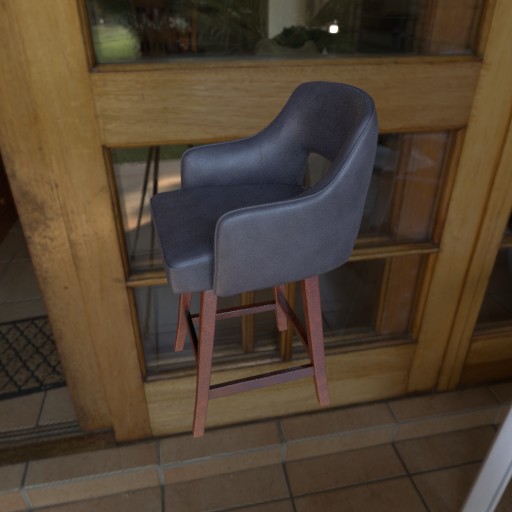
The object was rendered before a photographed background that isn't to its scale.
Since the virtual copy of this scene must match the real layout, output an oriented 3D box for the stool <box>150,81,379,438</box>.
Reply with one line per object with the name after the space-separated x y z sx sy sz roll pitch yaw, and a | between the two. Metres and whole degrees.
0.000 0.000 1.325 0.560 0.936 0.550 -9 31 -15 | stool
